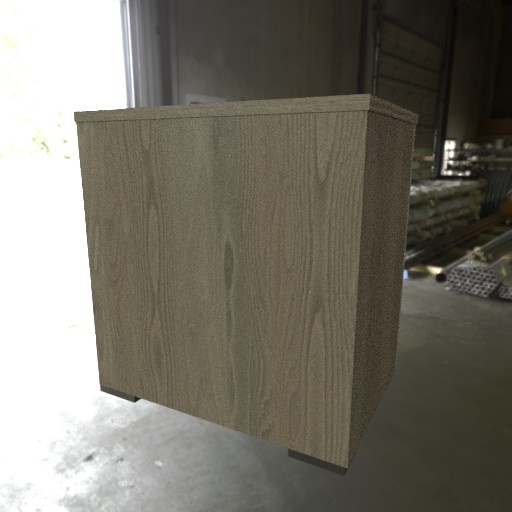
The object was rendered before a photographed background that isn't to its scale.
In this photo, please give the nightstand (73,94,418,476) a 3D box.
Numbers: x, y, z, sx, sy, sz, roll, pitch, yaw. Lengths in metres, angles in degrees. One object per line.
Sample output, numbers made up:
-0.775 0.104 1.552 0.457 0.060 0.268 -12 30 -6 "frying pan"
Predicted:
0.000 0.000 0.750 0.442 0.461 0.325 7 15 27 "nightstand"
